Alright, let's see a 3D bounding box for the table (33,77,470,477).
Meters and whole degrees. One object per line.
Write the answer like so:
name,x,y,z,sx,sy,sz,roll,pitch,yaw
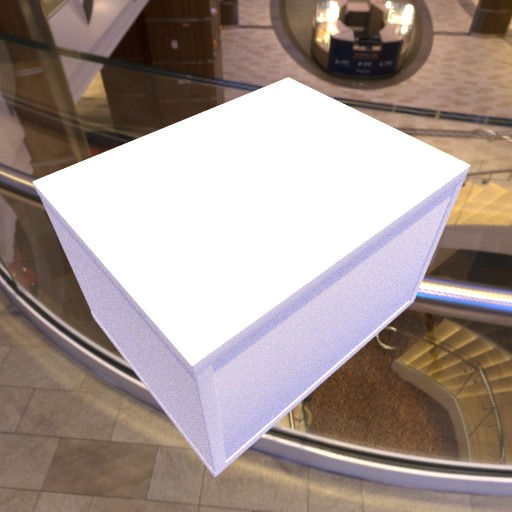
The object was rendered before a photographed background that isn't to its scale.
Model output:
table,0.000,0.000,0.787,0.517,0.357,0.399,-32,54,-27
